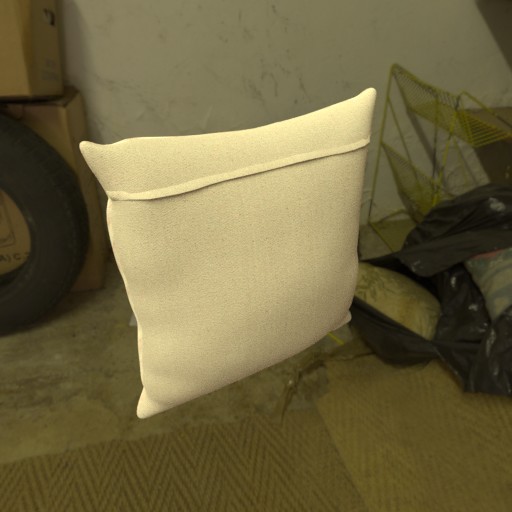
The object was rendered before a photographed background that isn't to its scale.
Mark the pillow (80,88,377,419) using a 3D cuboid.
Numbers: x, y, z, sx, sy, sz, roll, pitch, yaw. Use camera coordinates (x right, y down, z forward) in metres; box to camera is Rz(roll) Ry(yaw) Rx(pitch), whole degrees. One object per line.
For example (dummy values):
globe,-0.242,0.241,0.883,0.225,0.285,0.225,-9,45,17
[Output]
pillow,0.000,0.000,0.670,0.440,0.441,0.182,-19,37,-28
